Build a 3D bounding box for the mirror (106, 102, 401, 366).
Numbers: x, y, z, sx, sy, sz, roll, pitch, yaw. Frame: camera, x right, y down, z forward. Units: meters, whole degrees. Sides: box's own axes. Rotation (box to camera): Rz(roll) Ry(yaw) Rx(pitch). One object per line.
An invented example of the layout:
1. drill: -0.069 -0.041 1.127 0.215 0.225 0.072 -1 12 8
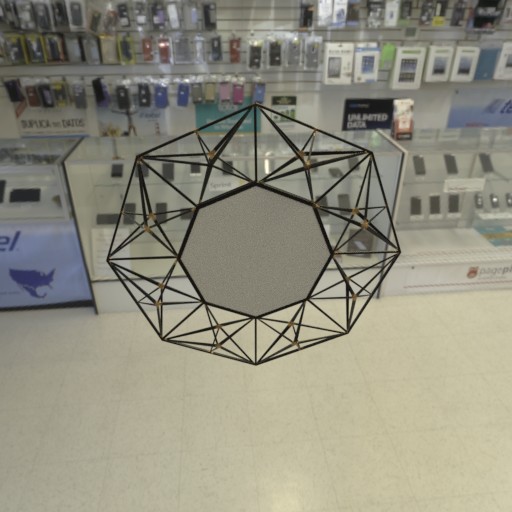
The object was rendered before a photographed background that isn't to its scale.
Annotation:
1. mirror: 0.000 0.000 1.066 0.710 0.710 0.094 -2 30 -3
